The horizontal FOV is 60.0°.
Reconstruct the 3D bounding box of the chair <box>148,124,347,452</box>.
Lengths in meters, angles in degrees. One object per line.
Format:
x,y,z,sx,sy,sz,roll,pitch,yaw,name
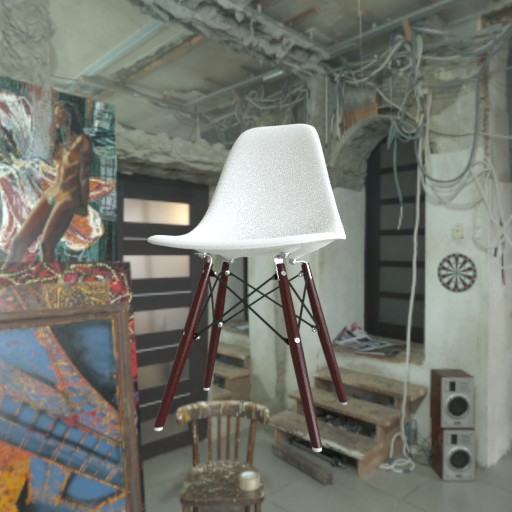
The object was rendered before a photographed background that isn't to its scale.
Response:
0.000,0.000,1.166,0.470,0.826,0.533,0,0,17,chair
